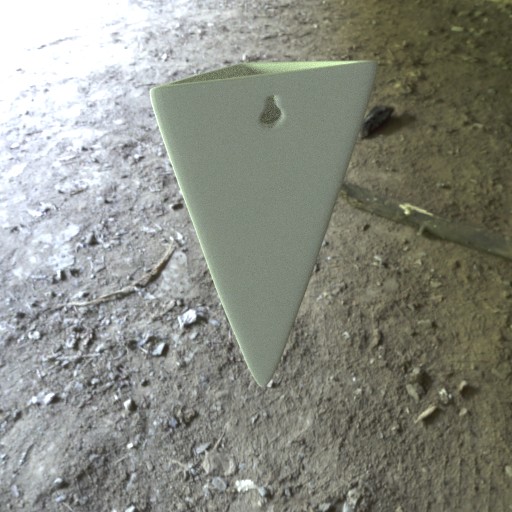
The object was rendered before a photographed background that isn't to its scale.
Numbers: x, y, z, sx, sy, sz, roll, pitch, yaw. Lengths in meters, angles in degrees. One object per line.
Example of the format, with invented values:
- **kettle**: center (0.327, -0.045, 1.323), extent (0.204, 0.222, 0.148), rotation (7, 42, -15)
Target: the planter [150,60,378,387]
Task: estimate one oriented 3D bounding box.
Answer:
- **planter**: center (0.000, 0.000, 0.394), extent (0.143, 0.338, 0.065), rotation (-13, 44, -13)
